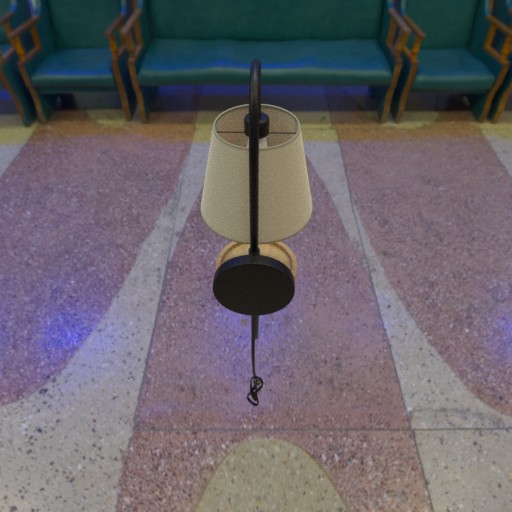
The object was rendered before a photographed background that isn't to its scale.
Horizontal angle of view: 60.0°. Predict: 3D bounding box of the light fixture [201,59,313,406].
[{"bbox_3d":[0.000,0.000,0.922,0.220,0.821,0.299,1,46,1],"label":"light fixture"}]
